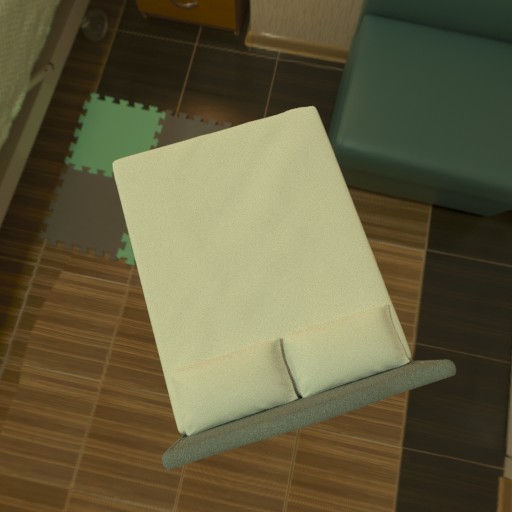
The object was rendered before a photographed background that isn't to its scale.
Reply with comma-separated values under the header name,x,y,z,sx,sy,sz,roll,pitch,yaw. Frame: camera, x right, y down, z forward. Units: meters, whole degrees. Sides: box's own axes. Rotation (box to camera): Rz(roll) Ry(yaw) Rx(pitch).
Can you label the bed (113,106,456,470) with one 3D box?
name,x,y,z,sx,sy,sz,roll,pitch,yaw
bed,0.000,0.000,3.841,2.161,1.457,2.689,-17,76,-4
